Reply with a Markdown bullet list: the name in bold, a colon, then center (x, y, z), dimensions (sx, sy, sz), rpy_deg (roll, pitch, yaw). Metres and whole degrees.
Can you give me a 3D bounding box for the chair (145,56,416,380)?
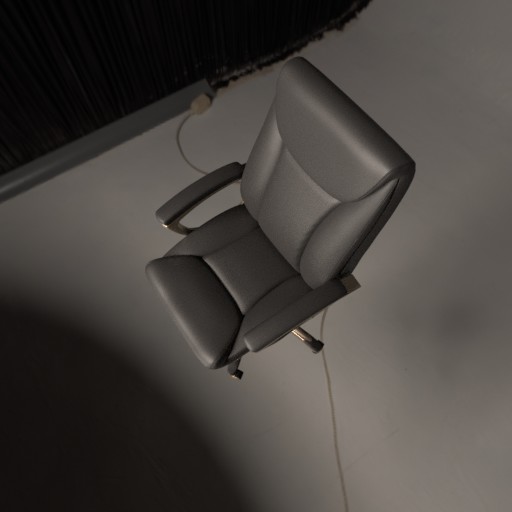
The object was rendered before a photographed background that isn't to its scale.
- **chair**: center (0.000, 0.000, 1.634), dimensions (0.748, 1.188, 0.694), rpy_deg (-32, 68, -15)
